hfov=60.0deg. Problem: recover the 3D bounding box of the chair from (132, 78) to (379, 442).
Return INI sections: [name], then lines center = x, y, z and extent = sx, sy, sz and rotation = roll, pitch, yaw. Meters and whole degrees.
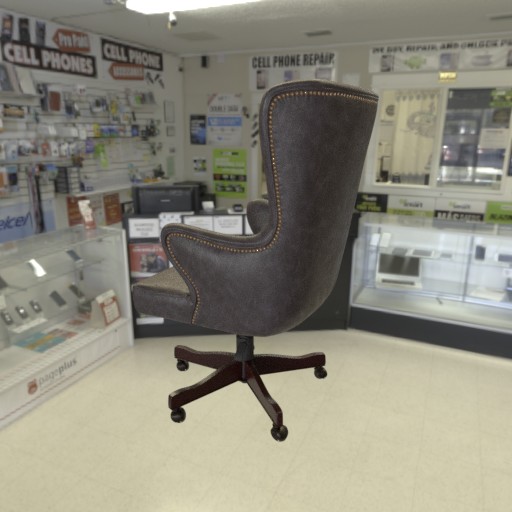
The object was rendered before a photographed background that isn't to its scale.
[chair]
center = 0.000, 0.000, 1.482
extent = 0.717, 1.037, 0.594
rotation = 8, 18, 26
